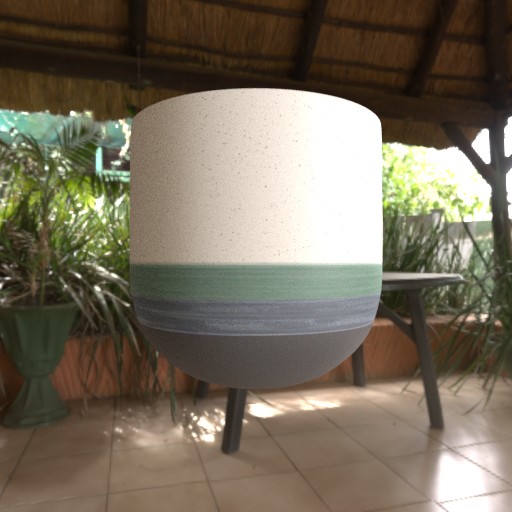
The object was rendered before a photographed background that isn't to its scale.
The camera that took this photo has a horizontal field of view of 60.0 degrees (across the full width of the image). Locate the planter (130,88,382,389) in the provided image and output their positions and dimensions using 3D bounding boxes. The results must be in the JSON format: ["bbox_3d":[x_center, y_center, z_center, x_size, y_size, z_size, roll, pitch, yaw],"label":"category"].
[{"bbox_3d":[0.000,0.000,0.489,0.268,0.270,0.268,0,0,0],"label":"planter"}]
